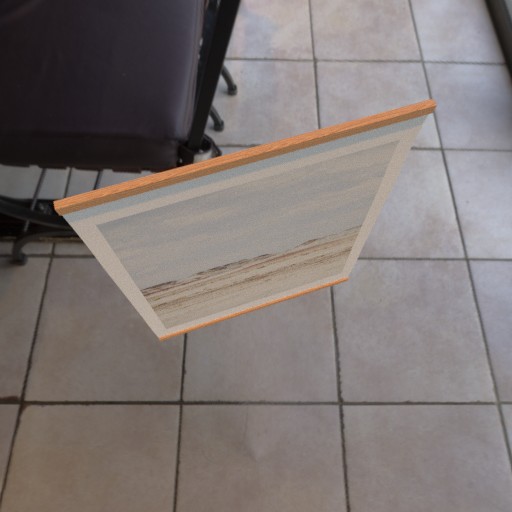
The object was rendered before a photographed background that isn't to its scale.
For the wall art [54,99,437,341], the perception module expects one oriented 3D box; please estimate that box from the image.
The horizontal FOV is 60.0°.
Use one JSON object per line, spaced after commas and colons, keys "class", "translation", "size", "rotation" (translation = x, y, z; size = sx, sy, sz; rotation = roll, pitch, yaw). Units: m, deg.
{"class": "wall art", "translation": [0.000, 0.000, 0.678], "size": [0.404, 0.507, 0.010], "rotation": [-17, 66, -8]}
